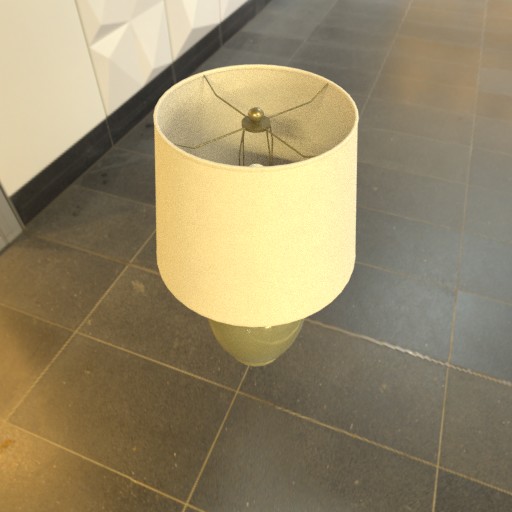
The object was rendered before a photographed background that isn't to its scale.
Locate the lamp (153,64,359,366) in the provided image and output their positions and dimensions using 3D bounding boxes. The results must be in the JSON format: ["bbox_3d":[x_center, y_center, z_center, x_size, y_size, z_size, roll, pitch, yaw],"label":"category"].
[{"bbox_3d":[0.000,0.000,0.555,0.239,0.399,0.239,0,47,0],"label":"lamp"}]
